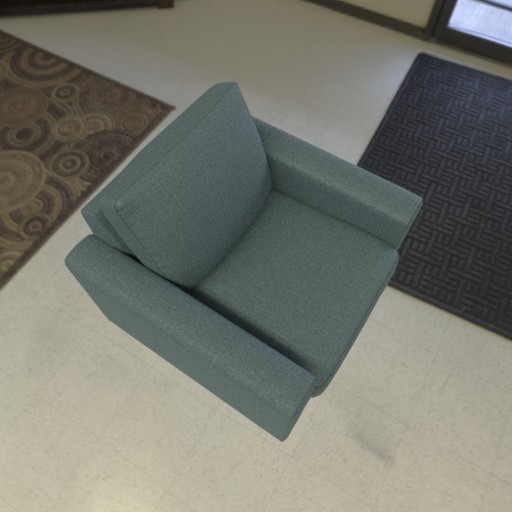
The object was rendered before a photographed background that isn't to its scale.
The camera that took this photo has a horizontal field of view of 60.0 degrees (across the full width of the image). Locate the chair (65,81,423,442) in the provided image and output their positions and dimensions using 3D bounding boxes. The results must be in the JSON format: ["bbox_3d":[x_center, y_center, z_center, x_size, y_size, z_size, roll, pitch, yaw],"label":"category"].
[{"bbox_3d":[0.000,0.000,1.864,1.038,1.010,1.024,30,65,16],"label":"chair"}]
